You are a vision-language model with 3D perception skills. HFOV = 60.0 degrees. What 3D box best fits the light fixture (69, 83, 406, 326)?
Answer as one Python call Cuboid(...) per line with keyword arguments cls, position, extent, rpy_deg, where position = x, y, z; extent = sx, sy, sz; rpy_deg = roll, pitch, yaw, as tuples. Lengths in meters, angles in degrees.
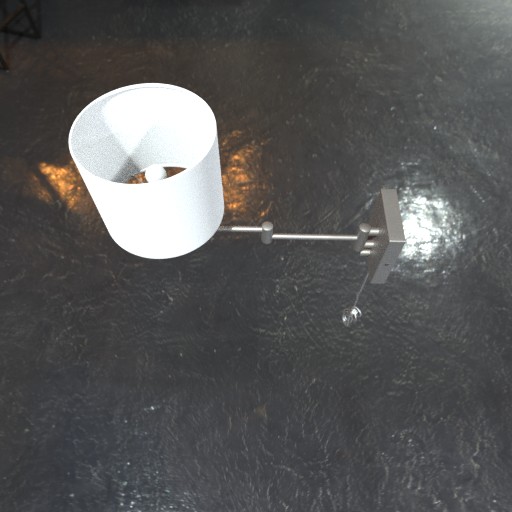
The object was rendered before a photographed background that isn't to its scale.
Cuboid(cls="light fixture", position=(0.000, 0.000, 0.891), extent=(0.516, 0.651, 0.203), rpy_deg=(1, 58, 1))
